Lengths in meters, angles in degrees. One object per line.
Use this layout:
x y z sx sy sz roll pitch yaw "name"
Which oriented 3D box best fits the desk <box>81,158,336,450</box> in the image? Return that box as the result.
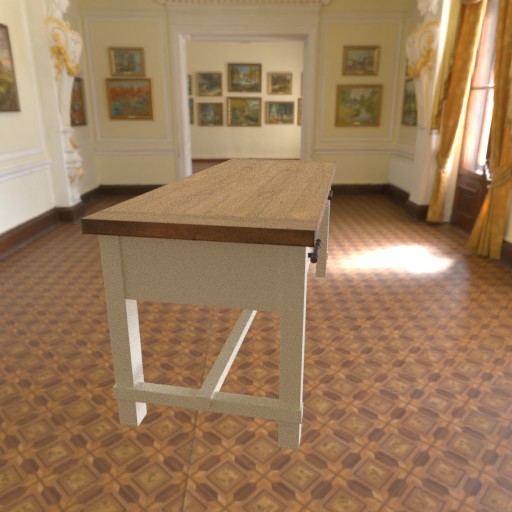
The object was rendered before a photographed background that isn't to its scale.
0.000 0.000 2.202 0.688 0.762 1.803 4 18 11 "desk"
